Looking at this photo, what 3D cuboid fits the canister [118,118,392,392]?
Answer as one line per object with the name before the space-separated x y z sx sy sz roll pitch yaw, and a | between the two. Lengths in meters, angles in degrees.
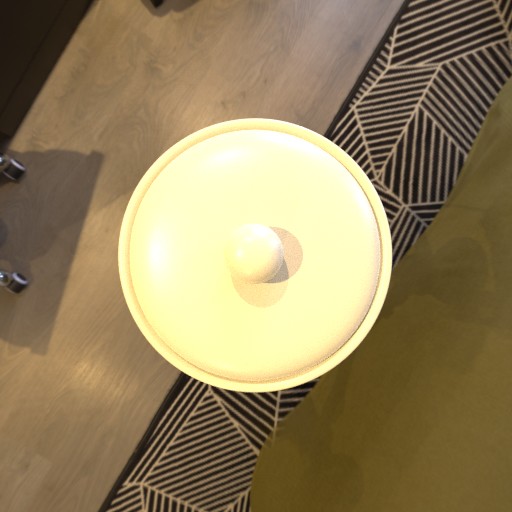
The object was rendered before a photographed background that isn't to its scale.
canister | 0.000 0.000 0.351 0.181 0.211 0.181 0 89 1
